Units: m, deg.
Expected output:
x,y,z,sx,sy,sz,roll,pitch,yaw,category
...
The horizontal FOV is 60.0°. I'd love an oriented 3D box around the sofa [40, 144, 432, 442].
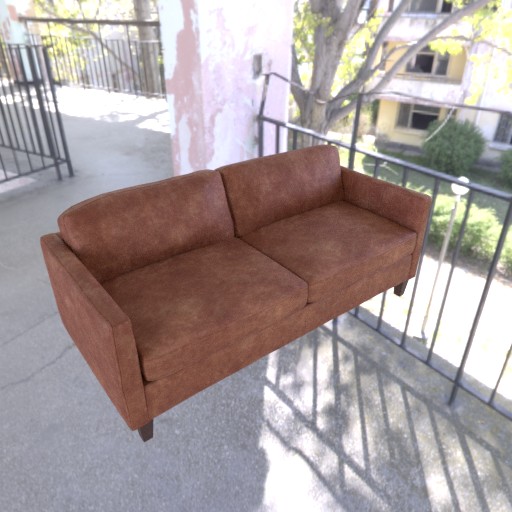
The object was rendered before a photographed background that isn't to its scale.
x,y,z,sx,sy,sz,roll,pitch,yaw,category
0.000,0.000,2.464,1.971,0.863,0.923,-21,36,-32,sofa
